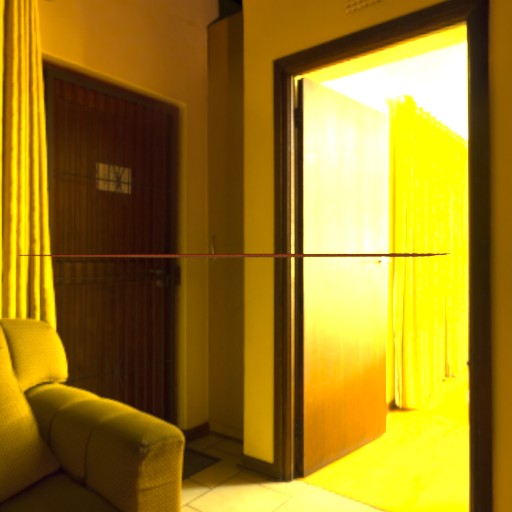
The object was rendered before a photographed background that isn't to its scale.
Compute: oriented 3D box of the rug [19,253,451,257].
[{"bbox_3d":[0.000,0.000,3.908,2.929,0.012,2.300,0,-1,18],"label":"rug"}]
